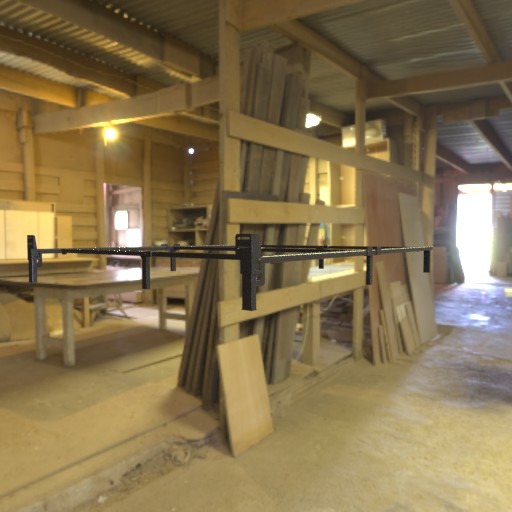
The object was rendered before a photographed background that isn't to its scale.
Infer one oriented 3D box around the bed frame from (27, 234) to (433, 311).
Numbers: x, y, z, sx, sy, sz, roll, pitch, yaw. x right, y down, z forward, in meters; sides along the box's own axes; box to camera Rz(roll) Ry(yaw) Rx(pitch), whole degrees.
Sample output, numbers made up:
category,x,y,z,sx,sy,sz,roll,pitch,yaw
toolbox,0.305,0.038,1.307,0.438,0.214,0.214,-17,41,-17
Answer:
category,x,y,z,sx,sy,sz,roll,pitch,yaw
bed frame,0.000,0.000,2.657,1.498,0.248,1.990,2,3,37
